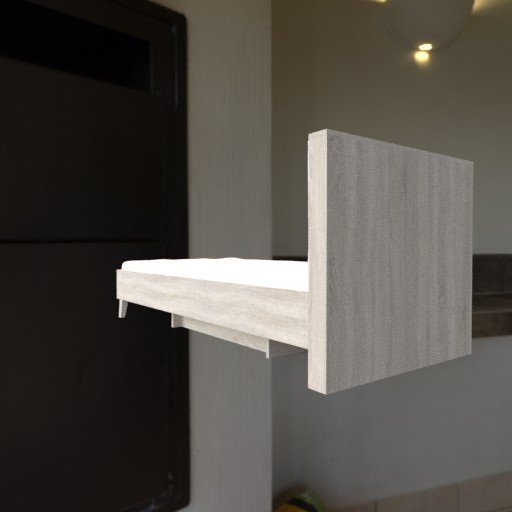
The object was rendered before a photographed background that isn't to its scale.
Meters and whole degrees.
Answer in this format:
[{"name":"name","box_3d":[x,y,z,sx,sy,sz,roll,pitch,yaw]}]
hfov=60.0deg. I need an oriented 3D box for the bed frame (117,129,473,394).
[{"name":"bed frame","box_3d":[0.000,0.000,2.686,0.990,0.920,2.140,-1,1,-37]}]
